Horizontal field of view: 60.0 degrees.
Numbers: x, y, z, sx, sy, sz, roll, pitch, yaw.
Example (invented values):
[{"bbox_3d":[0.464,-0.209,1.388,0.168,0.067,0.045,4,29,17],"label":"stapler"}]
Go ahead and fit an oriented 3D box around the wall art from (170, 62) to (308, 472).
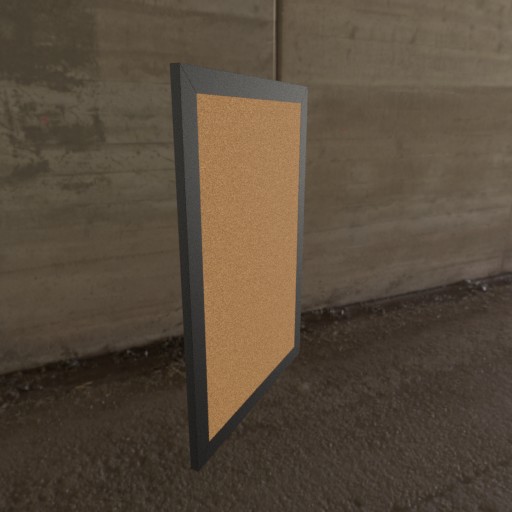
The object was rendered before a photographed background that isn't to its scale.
[{"bbox_3d":[0.000,0.000,0.613,0.011,0.459,0.326,9,19,26],"label":"wall art"}]
